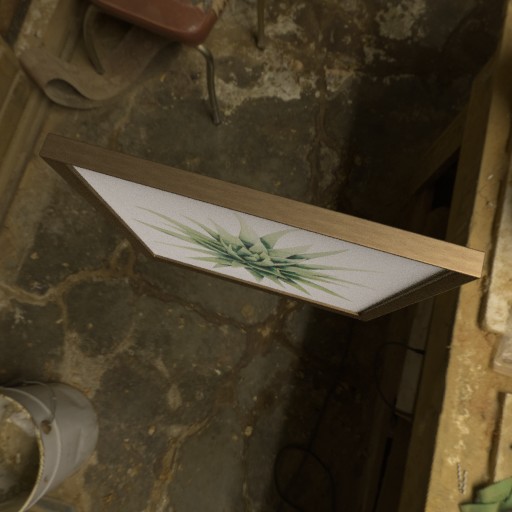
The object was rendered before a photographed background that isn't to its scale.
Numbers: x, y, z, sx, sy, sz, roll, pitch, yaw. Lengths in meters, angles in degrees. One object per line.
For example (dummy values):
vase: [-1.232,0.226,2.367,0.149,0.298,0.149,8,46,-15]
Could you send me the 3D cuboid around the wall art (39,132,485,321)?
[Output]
wall art: [0.000,0.000,0.732,0.503,0.506,0.030,16,77,4]
